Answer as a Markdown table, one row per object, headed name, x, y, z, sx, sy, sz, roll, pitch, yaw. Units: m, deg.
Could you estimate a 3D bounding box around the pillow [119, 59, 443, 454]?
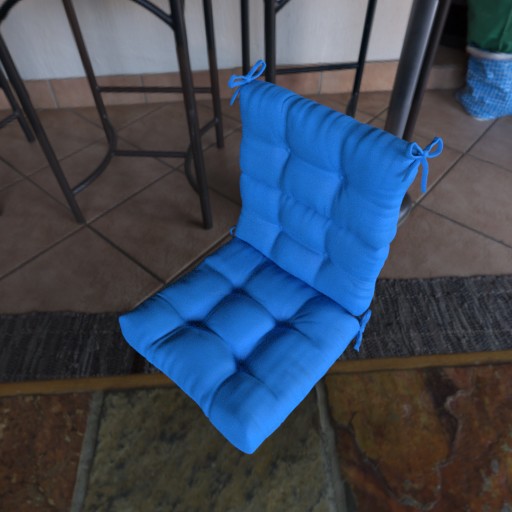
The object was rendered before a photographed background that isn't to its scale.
| name | x | y | z | sx | sy | sz | roll | pitch | yaw |
| --- | --- | --- | --- | --- | --- | --- | --- | --- | --- |
| pillow | 0.000 | 0.000 | 1.028 | 0.519 | 0.605 | 0.571 | 34 | 56 | 27 |
